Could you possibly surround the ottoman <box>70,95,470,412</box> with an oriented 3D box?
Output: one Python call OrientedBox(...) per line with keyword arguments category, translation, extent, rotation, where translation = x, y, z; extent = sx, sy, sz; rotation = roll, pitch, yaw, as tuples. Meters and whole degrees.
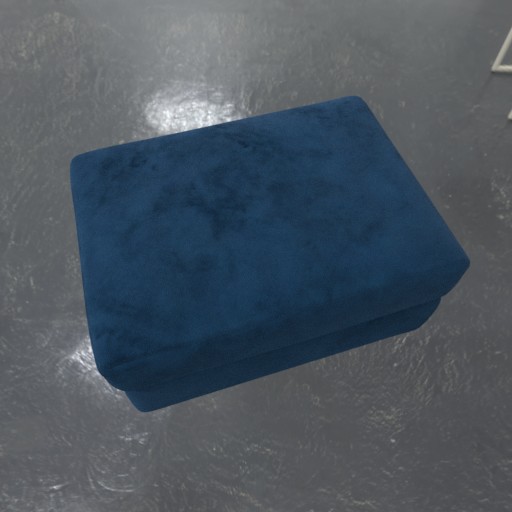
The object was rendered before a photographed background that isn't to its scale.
OrientedBox(category="ottoman", translation=(0.000, 0.000, 1.136), extent=(0.773, 0.503, 0.572), rotation=(-15, 59, -9))
